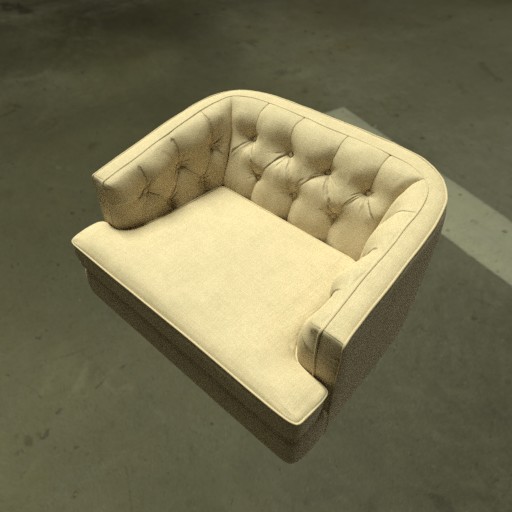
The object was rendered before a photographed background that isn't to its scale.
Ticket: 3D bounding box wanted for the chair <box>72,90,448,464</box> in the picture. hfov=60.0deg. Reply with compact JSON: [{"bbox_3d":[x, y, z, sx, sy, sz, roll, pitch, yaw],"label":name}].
[{"bbox_3d":[0.000,0.000,1.689,1.118,0.787,0.914,33,54,27],"label":"chair"}]
